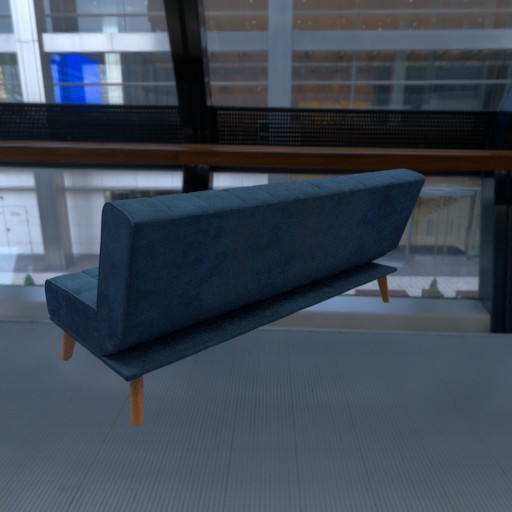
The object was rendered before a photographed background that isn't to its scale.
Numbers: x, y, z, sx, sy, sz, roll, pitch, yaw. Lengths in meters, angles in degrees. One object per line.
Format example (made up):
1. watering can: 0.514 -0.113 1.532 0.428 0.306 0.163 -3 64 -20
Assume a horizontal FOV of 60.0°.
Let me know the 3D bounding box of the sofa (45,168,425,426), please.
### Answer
1. sofa: 0.000 0.000 2.264 1.804 0.813 0.855 -15 21 -42
